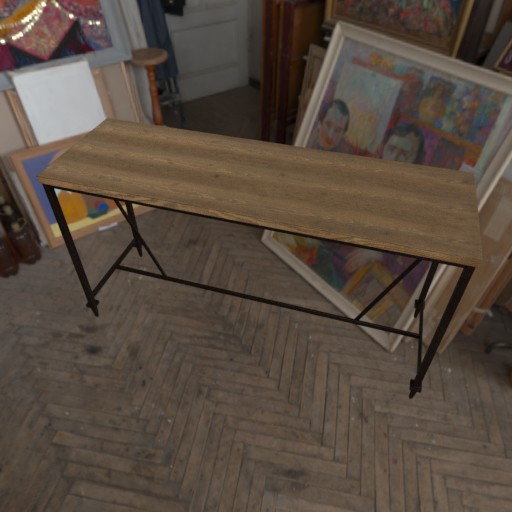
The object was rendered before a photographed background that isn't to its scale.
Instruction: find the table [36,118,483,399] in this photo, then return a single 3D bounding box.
[{"bbox_3d":[0.000,0.000,2.104,1.700,0.902,0.551,12,44,12],"label":"table"}]
